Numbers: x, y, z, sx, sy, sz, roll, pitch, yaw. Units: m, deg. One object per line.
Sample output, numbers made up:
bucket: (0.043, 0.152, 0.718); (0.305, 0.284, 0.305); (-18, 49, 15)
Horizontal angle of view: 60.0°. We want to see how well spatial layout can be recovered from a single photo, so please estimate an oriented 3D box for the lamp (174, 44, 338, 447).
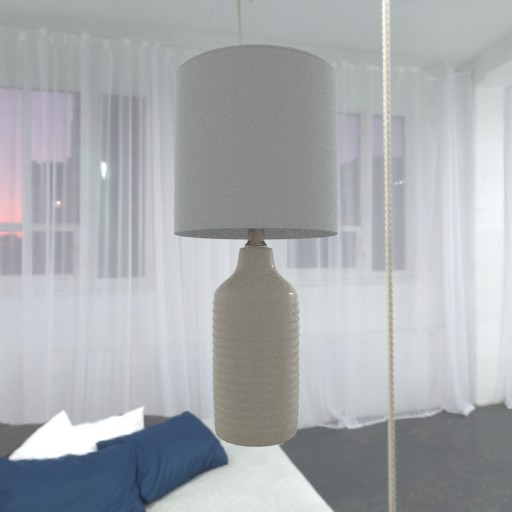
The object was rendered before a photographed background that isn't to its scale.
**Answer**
lamp: (0.000, 0.000, 0.606); (0.220, 0.475, 0.220); (1, -1, -35)
